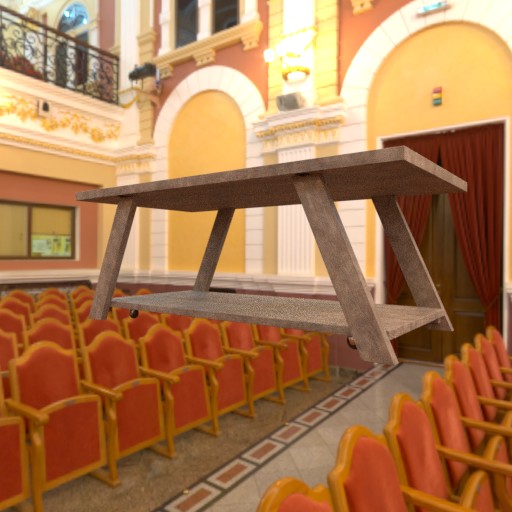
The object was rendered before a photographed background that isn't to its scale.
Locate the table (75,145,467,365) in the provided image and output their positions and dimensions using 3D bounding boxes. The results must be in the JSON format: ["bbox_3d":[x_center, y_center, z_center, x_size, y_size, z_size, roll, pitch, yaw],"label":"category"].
[{"bbox_3d":[0.000,0.000,1.530,1.219,0.470,0.610,0,1,37],"label":"table"}]
